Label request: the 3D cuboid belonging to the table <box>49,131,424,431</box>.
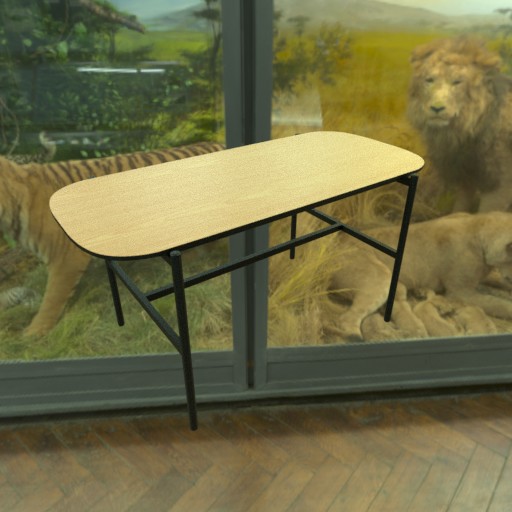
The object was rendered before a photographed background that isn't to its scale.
[{"bbox_3d":[0.000,0.000,1.039,0.800,0.400,0.400,-20,36,-30],"label":"table"}]
